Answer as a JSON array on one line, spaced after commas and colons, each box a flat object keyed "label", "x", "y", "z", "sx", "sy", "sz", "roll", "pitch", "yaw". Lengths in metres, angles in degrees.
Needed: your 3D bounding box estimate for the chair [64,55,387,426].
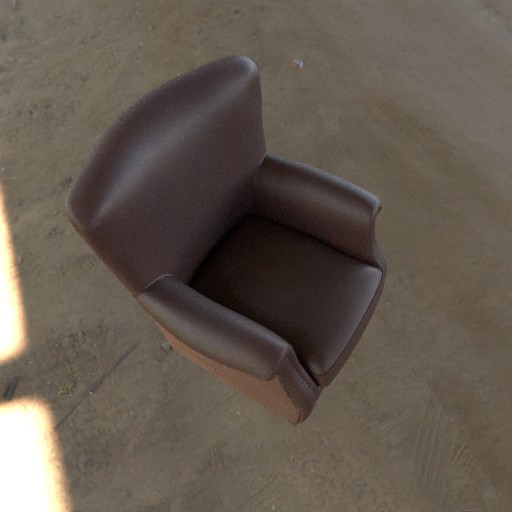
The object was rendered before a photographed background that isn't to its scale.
[{"label": "chair", "x": 0.000, "y": 0.000, "z": 1.320, "sx": 0.746, "sy": 0.800, "sz": 0.700, "roll": 29, "pitch": 61, "yaw": 17}]
